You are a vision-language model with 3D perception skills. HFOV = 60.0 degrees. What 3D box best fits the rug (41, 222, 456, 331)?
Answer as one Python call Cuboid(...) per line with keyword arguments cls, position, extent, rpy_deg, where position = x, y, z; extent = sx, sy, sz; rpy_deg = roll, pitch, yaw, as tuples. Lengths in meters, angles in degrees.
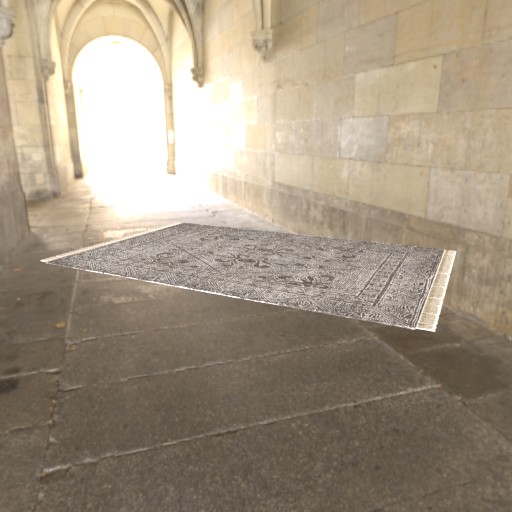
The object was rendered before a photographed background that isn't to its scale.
Cuboid(cls="rug", position=(0.000, 0.000, 3.039), extent=(2.440, 0.010, 1.529), rpy_deg=(7, 17, 26))
